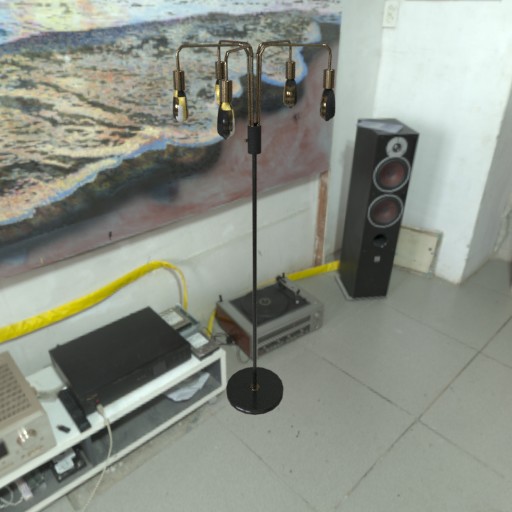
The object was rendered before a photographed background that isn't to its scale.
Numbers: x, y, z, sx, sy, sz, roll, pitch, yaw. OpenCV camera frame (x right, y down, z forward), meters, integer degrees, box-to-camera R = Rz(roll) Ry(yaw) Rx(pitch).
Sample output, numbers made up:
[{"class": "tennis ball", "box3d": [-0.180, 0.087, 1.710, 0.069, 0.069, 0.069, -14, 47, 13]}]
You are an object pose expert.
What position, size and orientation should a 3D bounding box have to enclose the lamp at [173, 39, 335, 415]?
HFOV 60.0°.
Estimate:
[{"class": "lamp", "box3d": [0.000, 0.000, 1.983, 0.572, 1.721, 0.599, 9, 31, 15]}]
